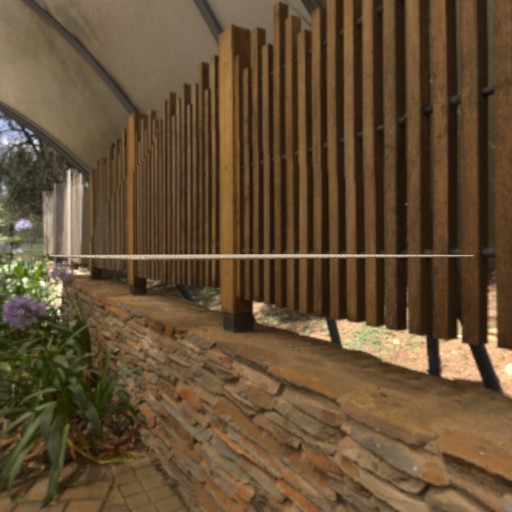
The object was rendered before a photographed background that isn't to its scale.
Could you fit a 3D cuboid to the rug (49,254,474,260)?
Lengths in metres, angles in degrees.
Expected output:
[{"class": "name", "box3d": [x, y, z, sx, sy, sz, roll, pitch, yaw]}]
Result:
[{"class": "rug", "box3d": [0.000, 0.000, 4.058, 3.050, 0.017, 2.441, 0, 1, -35]}]
